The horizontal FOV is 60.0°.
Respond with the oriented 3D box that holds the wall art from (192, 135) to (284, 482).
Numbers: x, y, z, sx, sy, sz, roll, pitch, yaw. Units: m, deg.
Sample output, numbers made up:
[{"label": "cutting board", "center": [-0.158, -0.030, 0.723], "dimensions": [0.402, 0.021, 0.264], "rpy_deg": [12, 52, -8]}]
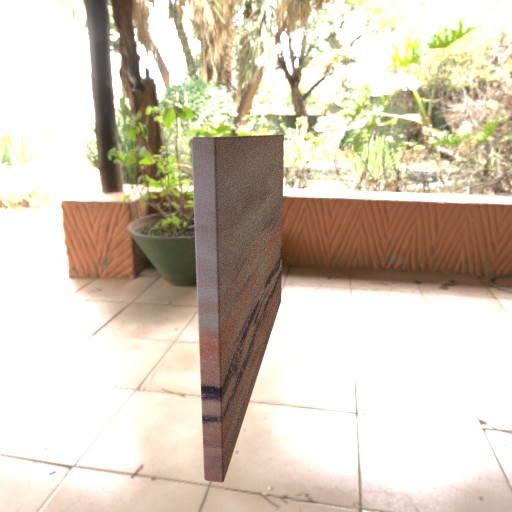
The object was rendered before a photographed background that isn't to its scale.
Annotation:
[{"label": "wall art", "center": [0.000, 0.000, 1.162], "dimensions": [0.038, 0.609, 0.913], "rpy_deg": [3, 16, 9]}]
